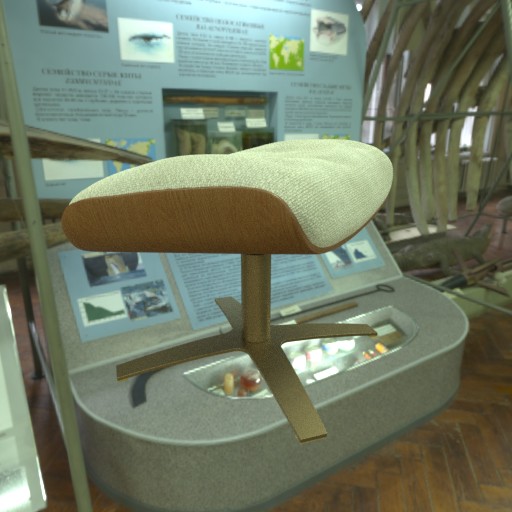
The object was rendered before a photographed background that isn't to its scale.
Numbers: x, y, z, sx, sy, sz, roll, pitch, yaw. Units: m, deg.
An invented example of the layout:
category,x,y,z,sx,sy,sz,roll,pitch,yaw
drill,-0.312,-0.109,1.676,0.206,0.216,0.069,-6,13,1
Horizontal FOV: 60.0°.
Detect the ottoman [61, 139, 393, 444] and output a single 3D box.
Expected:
category,x,y,z,sx,sy,sz,roll,pitch,yaw
ottoman,0.000,0.000,0.798,0.394,0.391,0.520,9,20,25
